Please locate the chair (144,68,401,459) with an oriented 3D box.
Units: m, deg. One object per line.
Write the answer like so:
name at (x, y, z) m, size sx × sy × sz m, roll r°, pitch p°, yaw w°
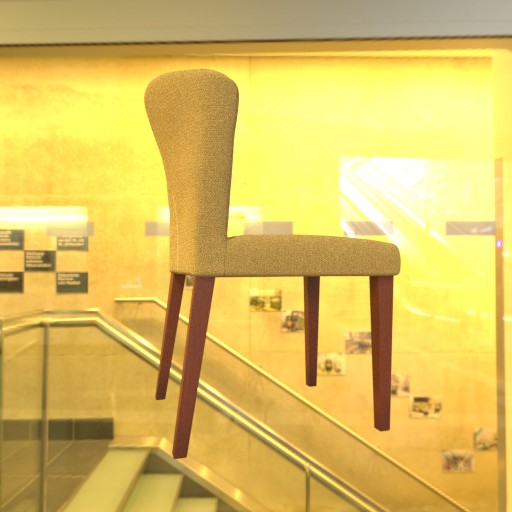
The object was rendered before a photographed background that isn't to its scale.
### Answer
chair at (0.000, 0.000, 1.193) m, size 0.589 × 0.839 × 0.491 m, roll 0°, pitch -1°, yaw -18°
